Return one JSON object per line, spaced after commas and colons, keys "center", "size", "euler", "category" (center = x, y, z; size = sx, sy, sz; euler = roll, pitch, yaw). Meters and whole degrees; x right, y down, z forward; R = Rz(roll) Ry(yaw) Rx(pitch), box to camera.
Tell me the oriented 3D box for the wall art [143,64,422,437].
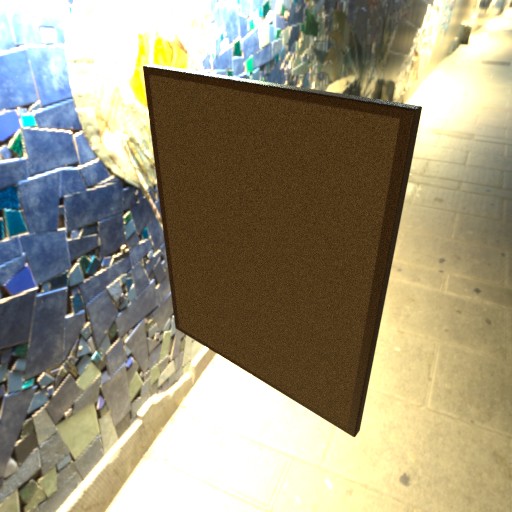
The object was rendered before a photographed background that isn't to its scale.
{"center": [0.000, 0.000, 0.739], "size": [0.449, 0.550, 0.021], "euler": [23, 39, 32], "category": "wall art"}
